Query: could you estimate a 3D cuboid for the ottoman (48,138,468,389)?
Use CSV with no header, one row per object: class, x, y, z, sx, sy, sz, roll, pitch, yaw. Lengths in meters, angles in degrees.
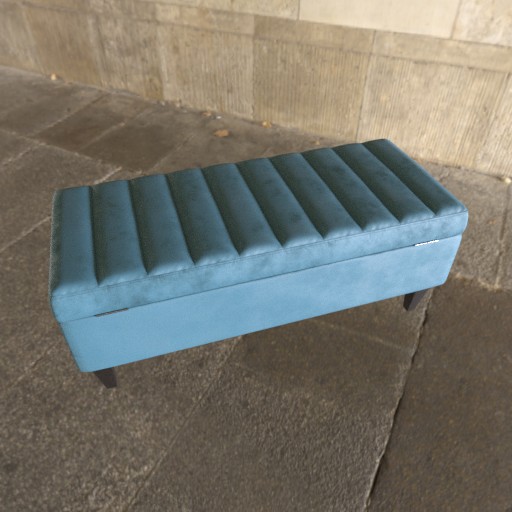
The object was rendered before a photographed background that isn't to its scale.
ottoman,0.000,0.000,1.432,1.151,0.469,0.482,-12,43,-13
